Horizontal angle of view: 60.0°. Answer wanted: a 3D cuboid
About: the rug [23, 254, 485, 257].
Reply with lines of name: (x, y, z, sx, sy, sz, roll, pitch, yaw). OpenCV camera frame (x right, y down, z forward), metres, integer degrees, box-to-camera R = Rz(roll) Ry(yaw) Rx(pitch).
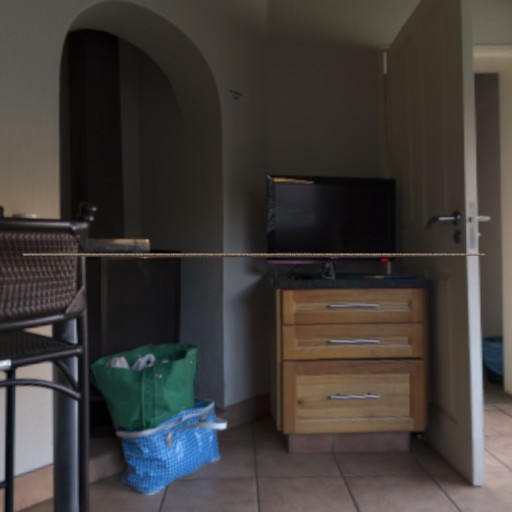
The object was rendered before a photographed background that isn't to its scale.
rug: (0.000, 0.000, 4.096, 3.048, 0.013, 2.439, 0, 0, 0)
